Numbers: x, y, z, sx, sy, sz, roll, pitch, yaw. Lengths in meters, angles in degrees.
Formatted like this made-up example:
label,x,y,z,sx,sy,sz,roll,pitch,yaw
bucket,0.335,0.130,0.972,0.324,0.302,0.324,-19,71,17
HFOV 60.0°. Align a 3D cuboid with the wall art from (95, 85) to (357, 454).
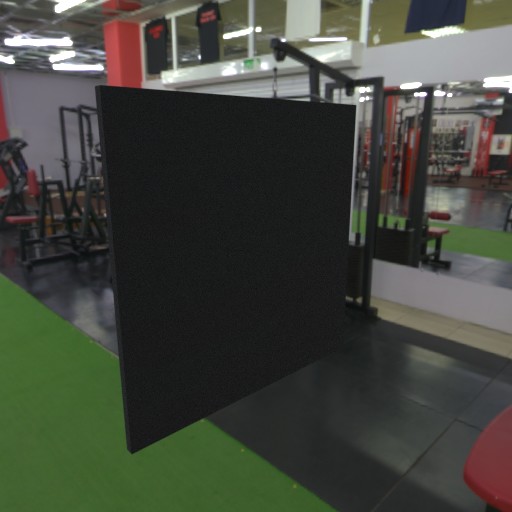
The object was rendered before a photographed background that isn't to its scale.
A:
label,x,y,z,sx,sy,sz,roll,pitch,yaw
wall art,0.000,0.000,0.679,0.456,0.458,0.013,-13,20,-41
